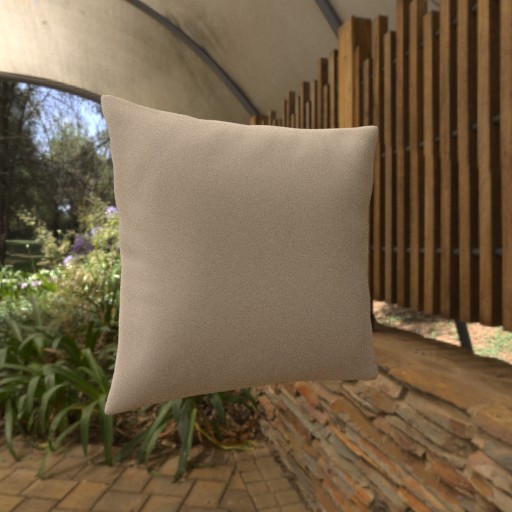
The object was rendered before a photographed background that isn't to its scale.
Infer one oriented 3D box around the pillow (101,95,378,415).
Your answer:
[{"bbox_3d":[0.000,0.000,0.796,0.523,0.510,0.166,0,1,-20],"label":"pillow"}]
